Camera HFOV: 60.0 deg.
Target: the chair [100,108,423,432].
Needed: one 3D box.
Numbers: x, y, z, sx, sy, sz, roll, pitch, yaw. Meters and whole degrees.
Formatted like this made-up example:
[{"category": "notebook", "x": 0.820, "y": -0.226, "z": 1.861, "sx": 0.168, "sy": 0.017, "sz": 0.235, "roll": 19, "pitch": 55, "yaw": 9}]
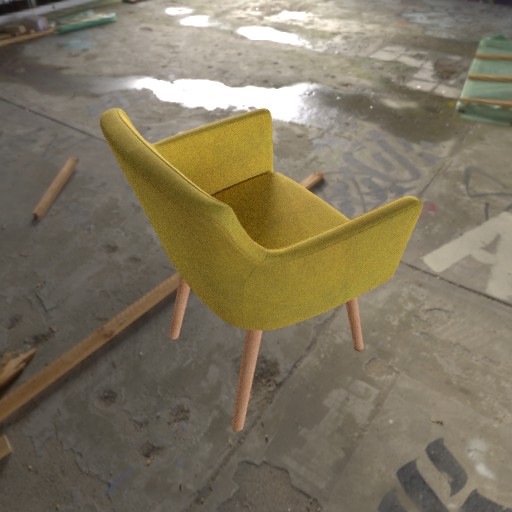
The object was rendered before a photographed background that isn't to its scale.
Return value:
[{"category": "chair", "x": 0.000, "y": 0.000, "z": 1.154, "sx": 0.570, "sy": 0.780, "sz": 0.570, "roll": -25, "pitch": 48, "yaw": -25}]
